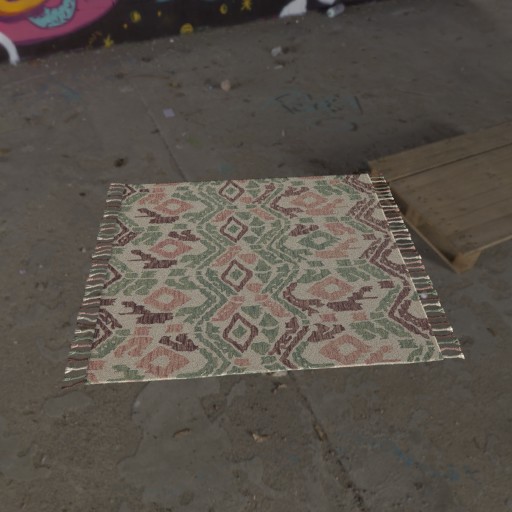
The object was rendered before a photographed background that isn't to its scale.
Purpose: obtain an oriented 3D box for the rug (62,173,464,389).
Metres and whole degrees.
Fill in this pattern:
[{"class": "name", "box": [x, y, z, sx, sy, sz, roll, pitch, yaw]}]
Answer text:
[{"class": "rug", "box": [0.000, 0.000, 4.120, 3.048, 0.010, 2.438, -3, 47, -3]}]
